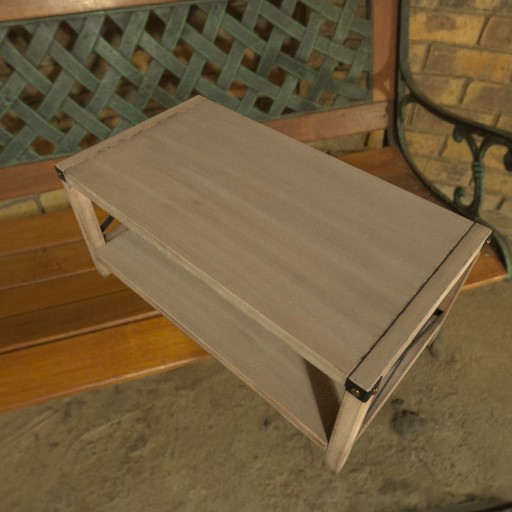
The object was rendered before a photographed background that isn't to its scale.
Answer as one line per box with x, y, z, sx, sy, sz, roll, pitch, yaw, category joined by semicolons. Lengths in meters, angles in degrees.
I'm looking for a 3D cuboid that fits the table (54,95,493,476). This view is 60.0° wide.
0.000;0.000;1.288;1.016;0.456;0.559;33;55;27;table
